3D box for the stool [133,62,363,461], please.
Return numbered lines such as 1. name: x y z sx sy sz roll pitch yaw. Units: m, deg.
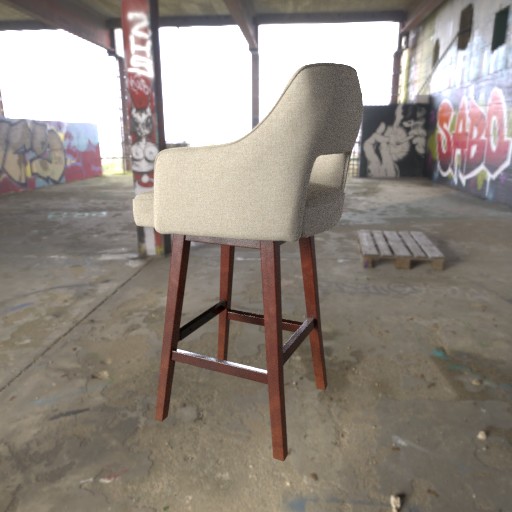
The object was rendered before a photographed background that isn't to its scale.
1. stool: 0.000 0.000 1.353 0.560 1.041 0.550 7 17 24
